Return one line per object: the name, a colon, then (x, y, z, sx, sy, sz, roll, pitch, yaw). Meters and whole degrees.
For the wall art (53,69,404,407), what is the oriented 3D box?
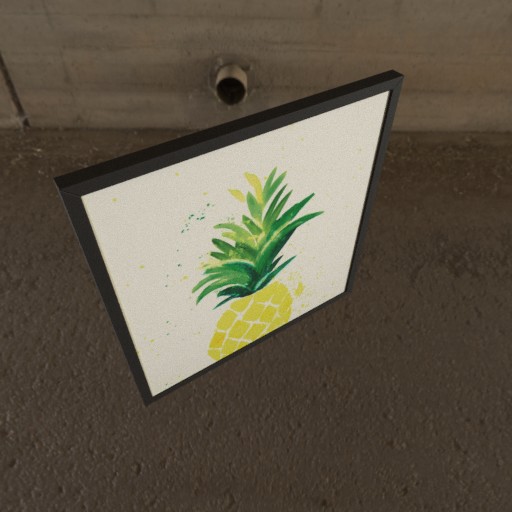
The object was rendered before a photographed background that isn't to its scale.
wall art: (0.000, 0.000, 1.125, 0.762, 0.760, 0.037, -25, 51, -22)
